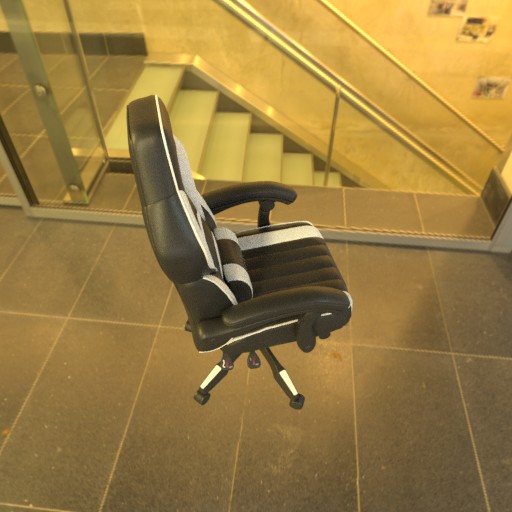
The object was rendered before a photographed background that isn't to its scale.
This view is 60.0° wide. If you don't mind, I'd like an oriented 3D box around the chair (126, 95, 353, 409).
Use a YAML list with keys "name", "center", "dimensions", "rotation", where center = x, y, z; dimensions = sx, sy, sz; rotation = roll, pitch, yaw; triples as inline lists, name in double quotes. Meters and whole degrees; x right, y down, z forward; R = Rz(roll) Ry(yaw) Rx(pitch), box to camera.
- name: "chair"
  center: [0.000, 0.000, 1.611]
  dimensions: [0.700, 1.200, 0.676]
  rotation: [-10, 46, -9]
